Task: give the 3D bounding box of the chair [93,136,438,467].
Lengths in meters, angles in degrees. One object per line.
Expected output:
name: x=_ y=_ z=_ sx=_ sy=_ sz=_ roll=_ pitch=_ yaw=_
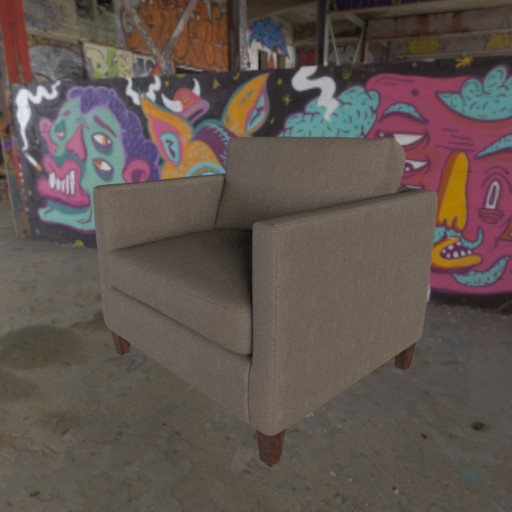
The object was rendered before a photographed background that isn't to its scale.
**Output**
chair: x=0.000 y=0.000 z=1.847 sx=0.959 sy=0.963 sz=1.107 roll=-15 pitch=22 yaw=-42
